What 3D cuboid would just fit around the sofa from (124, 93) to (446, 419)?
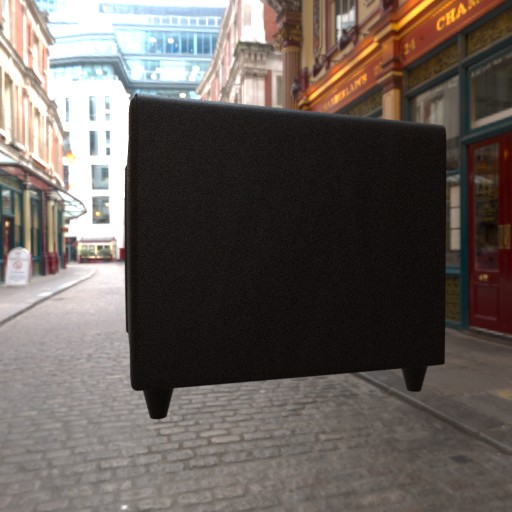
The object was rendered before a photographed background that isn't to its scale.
[{"bbox_3d":[0.000,0.000,1.435,0.809,0.724,0.839,0,0,-17],"label":"sofa"}]
